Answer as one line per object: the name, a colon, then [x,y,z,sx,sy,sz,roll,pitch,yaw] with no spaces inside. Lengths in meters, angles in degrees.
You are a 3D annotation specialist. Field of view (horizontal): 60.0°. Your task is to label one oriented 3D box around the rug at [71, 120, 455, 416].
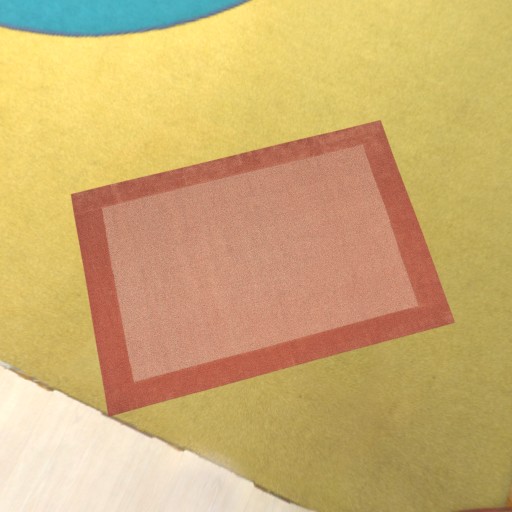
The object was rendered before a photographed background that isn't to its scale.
rug: [0.000,0.000,2.396,1.829,0.014,1.219,-14,76,-4]
